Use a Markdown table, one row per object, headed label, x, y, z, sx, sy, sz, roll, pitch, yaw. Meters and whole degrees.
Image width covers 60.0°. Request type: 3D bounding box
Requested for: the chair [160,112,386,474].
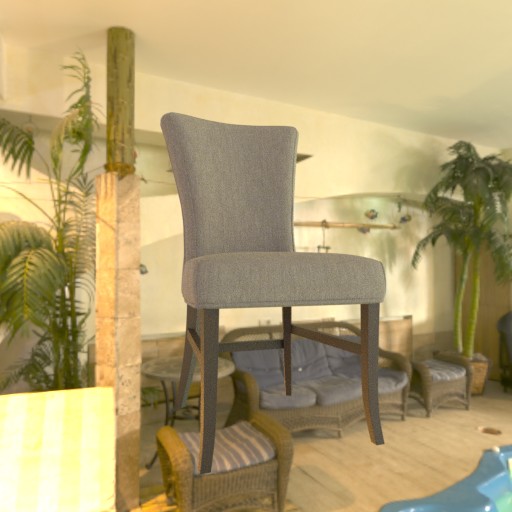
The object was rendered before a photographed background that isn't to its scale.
| label | x | y | z | sx | sy | sz | roll | pitch | yaw |
| --- | --- | --- | --- | --- | --- | --- | --- | --- | --- |
| chair | 0.000 | 0.000 | 1.371 | 0.520 | 0.991 | 0.660 | 1 | -2 | -20 |
